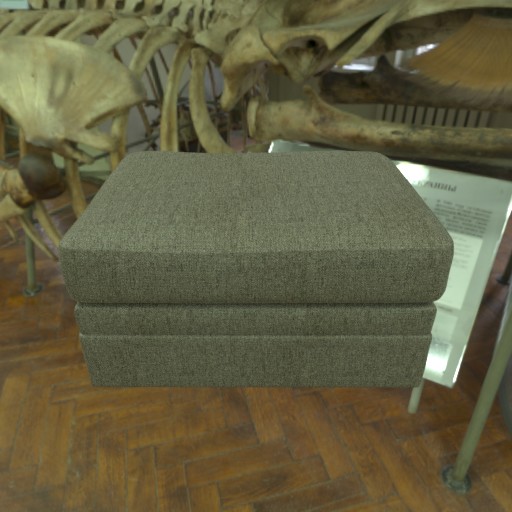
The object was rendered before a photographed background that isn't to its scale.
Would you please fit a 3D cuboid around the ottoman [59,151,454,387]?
[{"bbox_3d":[0.000,0.000,1.282,0.885,0.478,0.637,0,31,0],"label":"ottoman"}]
